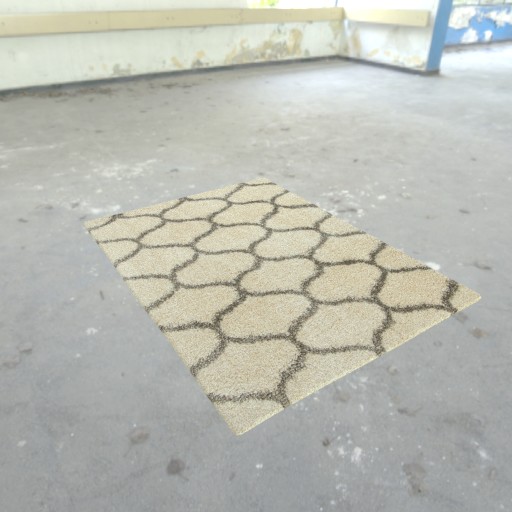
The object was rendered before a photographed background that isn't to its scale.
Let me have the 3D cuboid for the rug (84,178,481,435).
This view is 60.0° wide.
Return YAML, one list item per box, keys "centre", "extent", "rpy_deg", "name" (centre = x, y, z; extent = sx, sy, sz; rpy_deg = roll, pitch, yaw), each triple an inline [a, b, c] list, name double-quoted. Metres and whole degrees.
- centre: [0.000, 0.000, 2.125]
  extent: [1.200, 0.025, 1.600]
  rpy_deg: [-19, 36, -28]
  name: "rug"
